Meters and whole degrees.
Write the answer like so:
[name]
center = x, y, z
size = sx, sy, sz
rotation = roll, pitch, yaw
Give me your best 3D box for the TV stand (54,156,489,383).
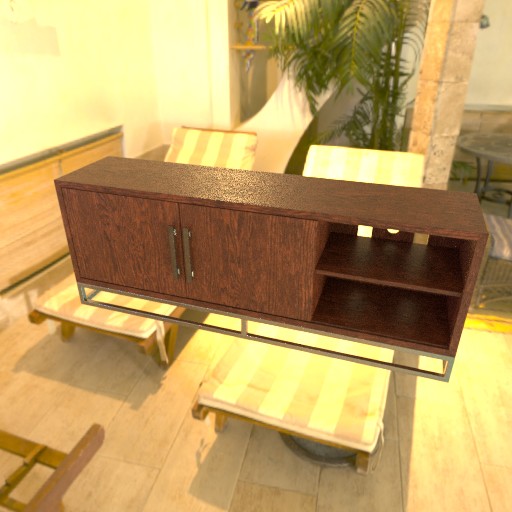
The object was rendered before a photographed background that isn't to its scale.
[TV stand]
center = 0.000, 0.000, 1.778
size = 1.541, 0.578, 0.382
rotation = 9, 29, 16
